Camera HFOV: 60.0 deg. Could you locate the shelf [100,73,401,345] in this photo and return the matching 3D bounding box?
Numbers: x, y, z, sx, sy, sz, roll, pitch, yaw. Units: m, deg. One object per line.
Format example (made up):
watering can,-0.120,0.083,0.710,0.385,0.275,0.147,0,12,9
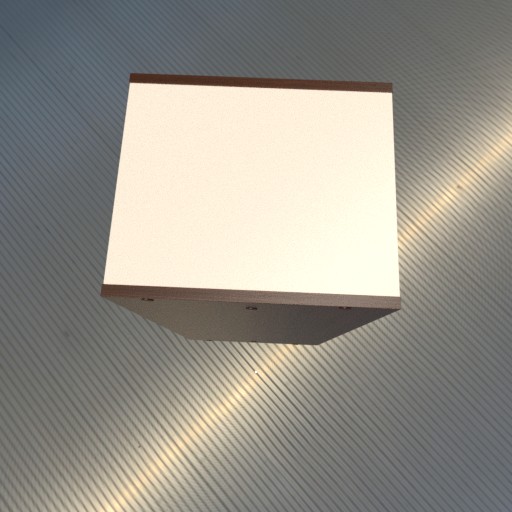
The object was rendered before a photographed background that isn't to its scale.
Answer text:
shelf,0.000,0.000,0.748,0.290,0.600,0.253,2,75,1
